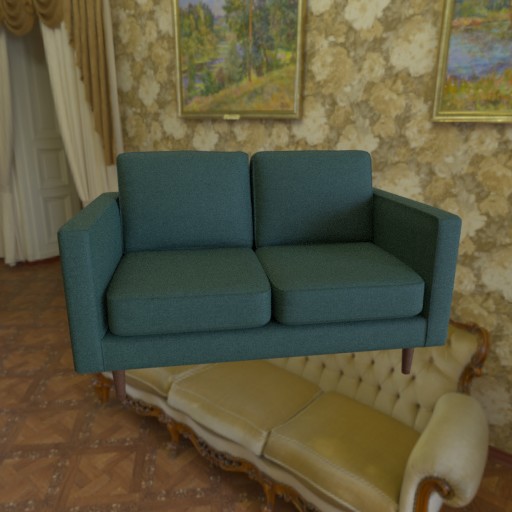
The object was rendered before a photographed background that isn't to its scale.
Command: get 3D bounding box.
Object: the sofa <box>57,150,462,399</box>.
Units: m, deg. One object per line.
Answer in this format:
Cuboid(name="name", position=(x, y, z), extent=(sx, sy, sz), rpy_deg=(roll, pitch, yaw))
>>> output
Cuboid(name="sofa", position=(0.000, 0.000, 1.976), extent=(1.430, 0.899, 0.879), rpy_deg=(-2, 16, -8))
